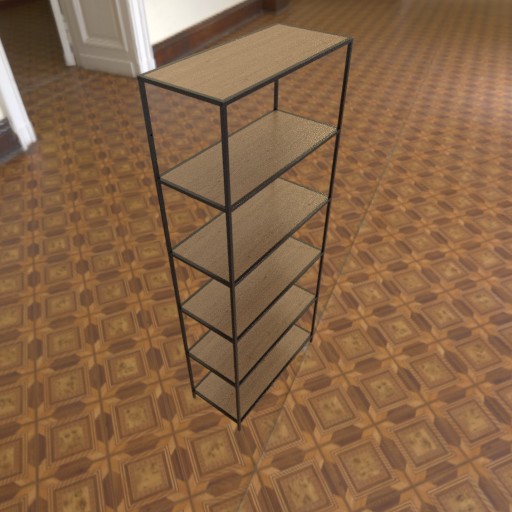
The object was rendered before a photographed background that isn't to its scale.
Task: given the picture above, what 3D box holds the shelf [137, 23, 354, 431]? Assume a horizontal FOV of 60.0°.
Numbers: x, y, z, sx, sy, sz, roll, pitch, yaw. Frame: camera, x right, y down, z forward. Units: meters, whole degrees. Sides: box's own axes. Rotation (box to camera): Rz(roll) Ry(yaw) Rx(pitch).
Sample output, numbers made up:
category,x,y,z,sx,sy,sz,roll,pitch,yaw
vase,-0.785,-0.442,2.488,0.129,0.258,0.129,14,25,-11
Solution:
category,x,y,z,sx,sy,sz,roll,pitch,yaw
shelf,0.000,0.000,2.139,0.350,1.850,0.770,26,48,27
